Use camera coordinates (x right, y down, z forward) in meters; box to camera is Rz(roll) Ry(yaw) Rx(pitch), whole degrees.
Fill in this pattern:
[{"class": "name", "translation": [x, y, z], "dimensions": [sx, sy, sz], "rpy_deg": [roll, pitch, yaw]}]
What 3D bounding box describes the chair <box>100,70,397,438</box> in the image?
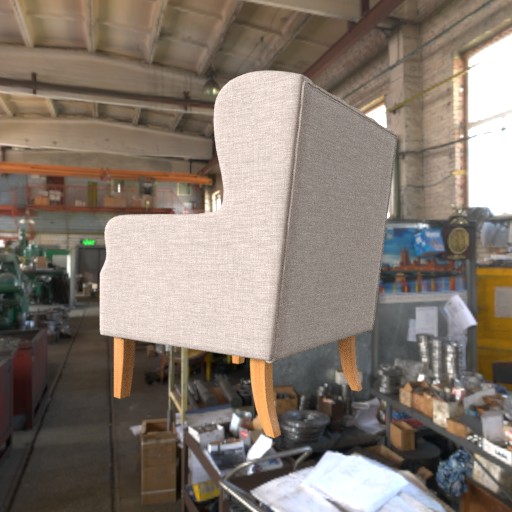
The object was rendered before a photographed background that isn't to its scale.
[{"class": "chair", "translation": [0.000, 0.000, 1.504], "dimensions": [0.760, 0.930, 0.710], "rpy_deg": [0, 0, 38]}]
